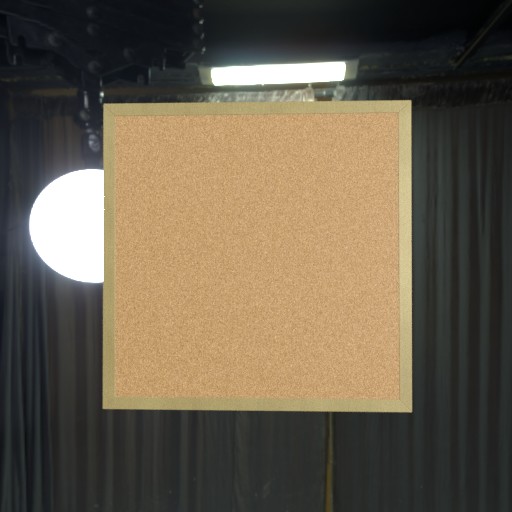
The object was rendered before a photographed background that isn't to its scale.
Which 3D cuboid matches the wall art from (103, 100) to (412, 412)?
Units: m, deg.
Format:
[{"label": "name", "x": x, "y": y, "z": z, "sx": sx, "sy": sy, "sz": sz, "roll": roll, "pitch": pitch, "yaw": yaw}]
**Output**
[{"label": "wall art", "x": 0.000, "y": 0.000, "z": 0.747, "sx": 0.508, "sy": 0.508, "sz": 0.038, "roll": 0, "pitch": 0, "yaw": 2}]
